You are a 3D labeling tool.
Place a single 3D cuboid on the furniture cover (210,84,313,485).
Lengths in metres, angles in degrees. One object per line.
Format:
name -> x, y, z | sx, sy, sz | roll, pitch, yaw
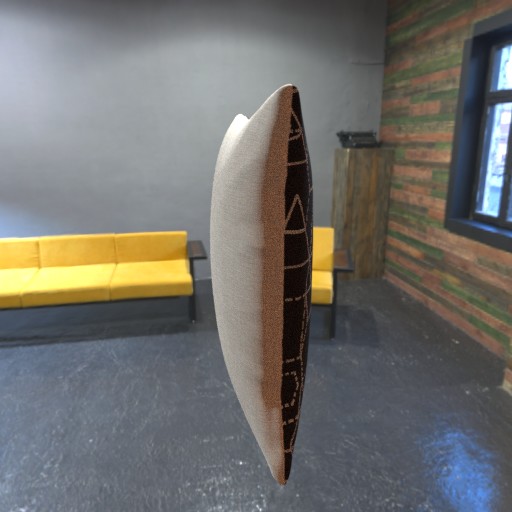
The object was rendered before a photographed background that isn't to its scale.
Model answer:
furniture cover -> 0.000, 0.000, 0.779 | 0.158, 0.508, 0.517 | -2, 15, -8
